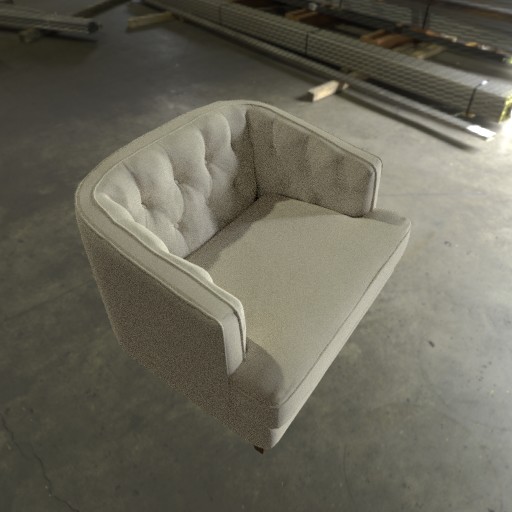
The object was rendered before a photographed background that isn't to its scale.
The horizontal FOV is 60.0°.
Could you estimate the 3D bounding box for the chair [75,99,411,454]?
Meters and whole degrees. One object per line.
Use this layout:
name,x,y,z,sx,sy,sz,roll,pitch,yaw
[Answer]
chair,0.000,0.000,1.782,0.941,0.852,1.104,25,48,25
